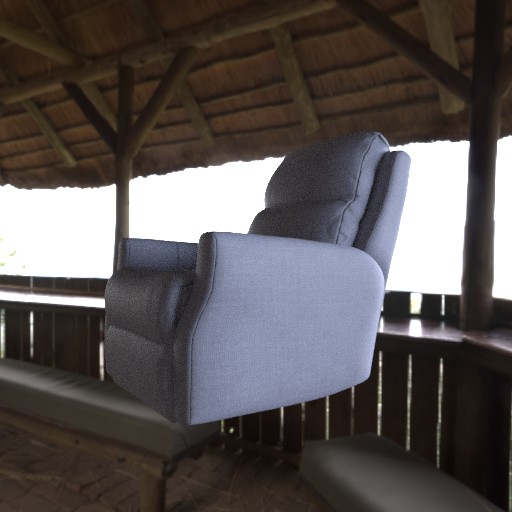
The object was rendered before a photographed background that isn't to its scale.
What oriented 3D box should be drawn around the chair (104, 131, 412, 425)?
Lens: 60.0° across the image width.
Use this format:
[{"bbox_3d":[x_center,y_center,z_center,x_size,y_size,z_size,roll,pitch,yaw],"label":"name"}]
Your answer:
[{"bbox_3d":[0.000,0.000,1.776,1.080,1.030,0.829,0,0,-36],"label":"chair"}]
